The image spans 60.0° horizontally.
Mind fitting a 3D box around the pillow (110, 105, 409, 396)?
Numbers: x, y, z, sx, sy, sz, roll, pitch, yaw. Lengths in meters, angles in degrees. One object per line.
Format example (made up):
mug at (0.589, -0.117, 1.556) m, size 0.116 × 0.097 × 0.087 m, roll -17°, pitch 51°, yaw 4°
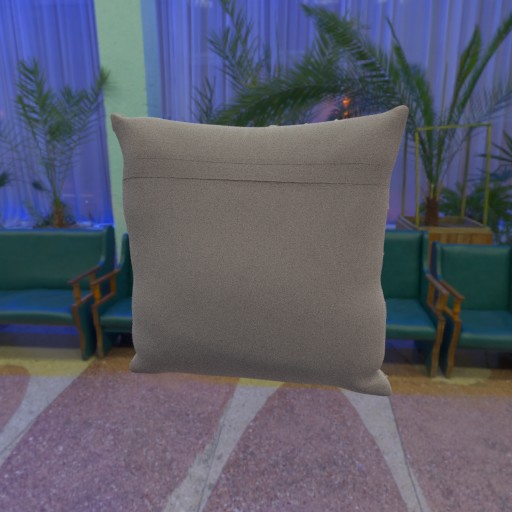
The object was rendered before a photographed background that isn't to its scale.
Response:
pillow at (0.000, 0.000, 0.688) m, size 0.439 × 0.440 × 0.185 m, roll 2°, pitch 16°, yaw 8°
